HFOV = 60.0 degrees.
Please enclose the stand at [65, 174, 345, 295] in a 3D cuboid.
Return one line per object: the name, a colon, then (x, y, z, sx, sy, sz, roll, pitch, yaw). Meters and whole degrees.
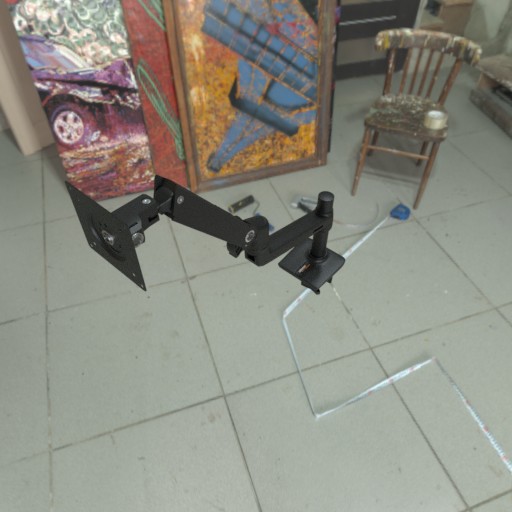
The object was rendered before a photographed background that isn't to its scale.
stand: (0.000, 0.000, 1.016, 0.152, 0.713, 0.650, 32, 54, 27)
